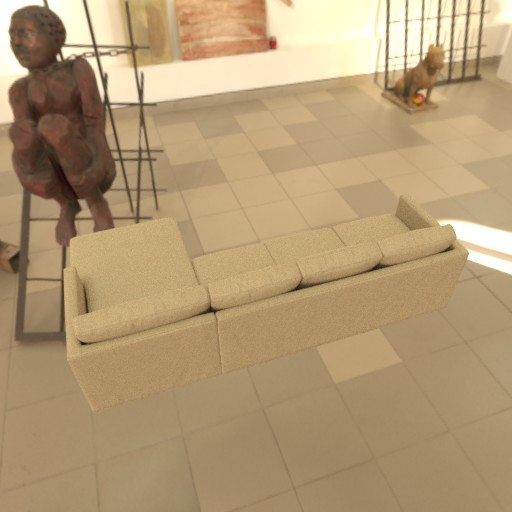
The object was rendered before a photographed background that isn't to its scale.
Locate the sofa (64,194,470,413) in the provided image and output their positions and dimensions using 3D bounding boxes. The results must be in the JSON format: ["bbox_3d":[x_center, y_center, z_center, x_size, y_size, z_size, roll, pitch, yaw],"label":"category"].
[{"bbox_3d":[0.000,0.000,3.977,3.177,0.867,1.622,-13,44,-14],"label":"sofa"}]
